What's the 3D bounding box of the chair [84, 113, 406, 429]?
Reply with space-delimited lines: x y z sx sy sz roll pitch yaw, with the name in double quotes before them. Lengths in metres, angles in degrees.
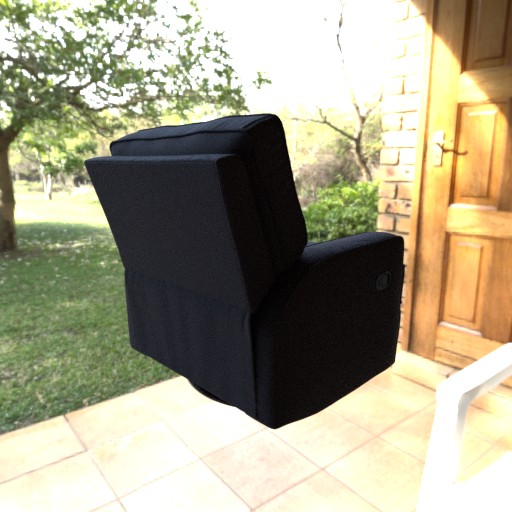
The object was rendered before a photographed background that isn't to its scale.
"chair" 0.000 0.000 1.688 0.964 0.962 0.861 -11 17 -43
